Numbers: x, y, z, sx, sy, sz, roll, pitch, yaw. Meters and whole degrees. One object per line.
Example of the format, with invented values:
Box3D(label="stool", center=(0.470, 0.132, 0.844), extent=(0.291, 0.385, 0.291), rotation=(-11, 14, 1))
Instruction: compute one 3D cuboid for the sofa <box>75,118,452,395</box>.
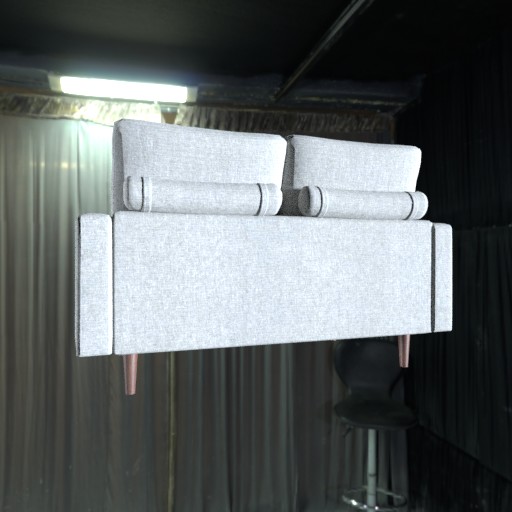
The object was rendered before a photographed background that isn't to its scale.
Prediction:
Box3D(label="sofa", center=(0.000, 0.000, 1.908), extent=(1.407, 0.907, 0.842), rotation=(0, 0, -19))
